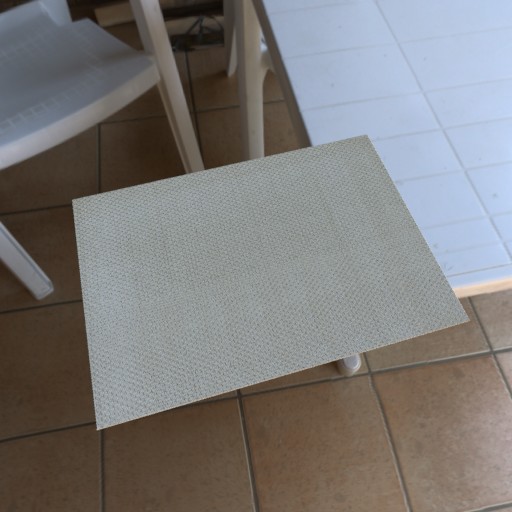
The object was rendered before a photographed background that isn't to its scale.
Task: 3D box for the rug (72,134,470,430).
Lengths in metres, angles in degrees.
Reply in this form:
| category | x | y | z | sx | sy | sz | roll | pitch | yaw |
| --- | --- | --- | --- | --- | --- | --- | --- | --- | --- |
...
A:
| category | x | y | z | sx | sy | sz | roll | pitch | yaw |
| --- | --- | --- | --- | --- | --- | --- | --- | --- | --- |
| rug | 0.000 | 0.000 | 2.774 | 2.144 | 0.013 | 1.509 | -14 | 62 | -8 |
